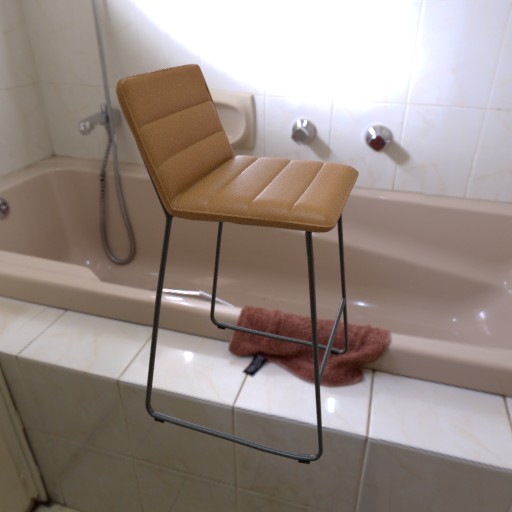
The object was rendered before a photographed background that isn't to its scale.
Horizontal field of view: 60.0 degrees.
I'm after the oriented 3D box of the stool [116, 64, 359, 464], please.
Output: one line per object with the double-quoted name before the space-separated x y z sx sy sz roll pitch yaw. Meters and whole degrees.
"stool" 0.000 0.000 1.216 0.524 0.936 0.489 9 30 17
